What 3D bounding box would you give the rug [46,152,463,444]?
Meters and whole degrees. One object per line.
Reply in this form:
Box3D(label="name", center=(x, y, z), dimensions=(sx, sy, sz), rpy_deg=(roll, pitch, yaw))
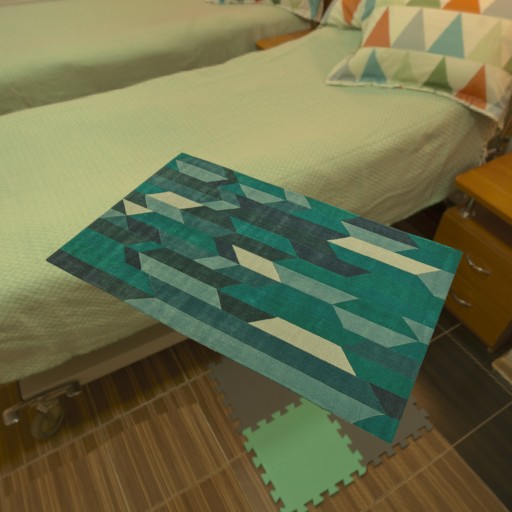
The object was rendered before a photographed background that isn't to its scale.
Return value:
Box3D(label="rug", center=(0.000, 0.000, 3.029), dimensions=(2.420, 0.005, 1.528), rpy_deg=(23, 50, 21))
